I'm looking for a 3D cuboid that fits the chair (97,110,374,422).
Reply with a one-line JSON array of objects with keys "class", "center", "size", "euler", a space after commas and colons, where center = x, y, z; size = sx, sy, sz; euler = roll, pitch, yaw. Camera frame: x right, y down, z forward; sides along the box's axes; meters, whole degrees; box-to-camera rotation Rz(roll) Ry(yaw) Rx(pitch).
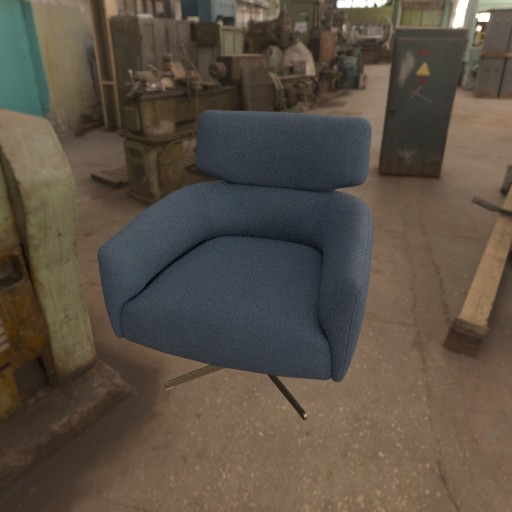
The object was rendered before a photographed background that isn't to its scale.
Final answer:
[{"class": "chair", "center": [0.000, 0.000, 1.457], "size": [0.738, 0.813, 0.761], "euler": [8, 28, 15]}]
